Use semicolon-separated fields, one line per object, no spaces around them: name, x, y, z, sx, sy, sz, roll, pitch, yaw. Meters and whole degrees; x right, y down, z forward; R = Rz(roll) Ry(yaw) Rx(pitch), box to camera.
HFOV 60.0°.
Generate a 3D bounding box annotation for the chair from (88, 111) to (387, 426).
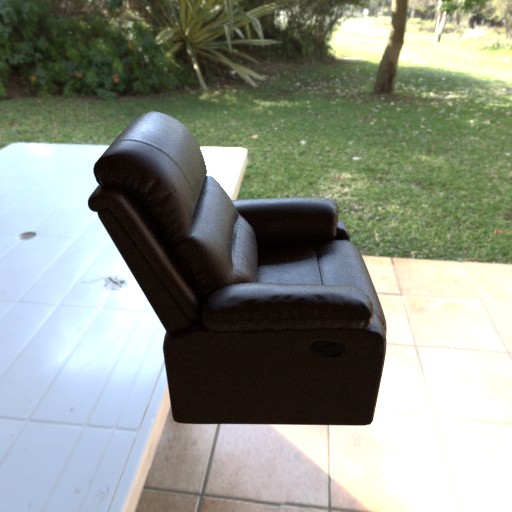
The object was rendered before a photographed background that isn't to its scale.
chair;0.000;0.000;1.665;0.919;0.992;0.855;0;30;1
